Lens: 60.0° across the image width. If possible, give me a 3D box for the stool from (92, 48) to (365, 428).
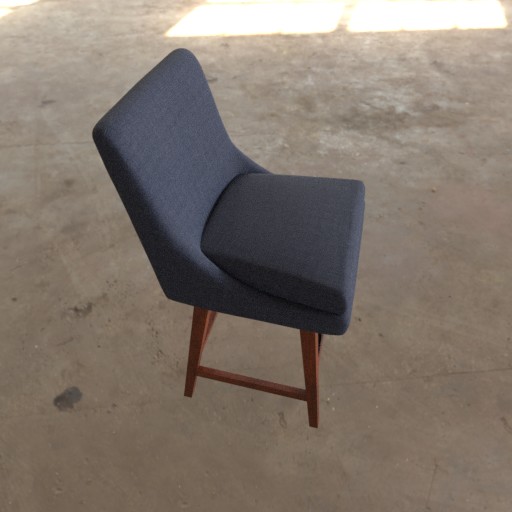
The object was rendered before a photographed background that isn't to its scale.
[{"bbox_3d":[0.000,0.000,1.177,0.524,0.895,0.467,10,45,10],"label":"stool"}]
